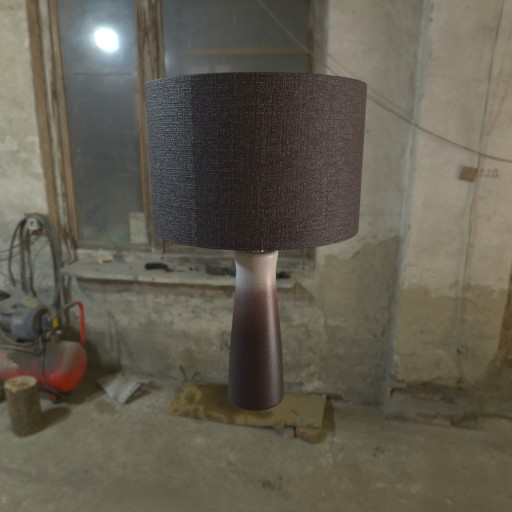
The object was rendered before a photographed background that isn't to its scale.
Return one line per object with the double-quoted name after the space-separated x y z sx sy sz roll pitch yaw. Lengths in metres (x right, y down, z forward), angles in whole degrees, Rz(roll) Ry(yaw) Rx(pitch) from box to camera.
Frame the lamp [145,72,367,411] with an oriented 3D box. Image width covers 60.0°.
0.000 0.000 0.683 0.303 0.488 0.303 0 15 0 "lamp"
